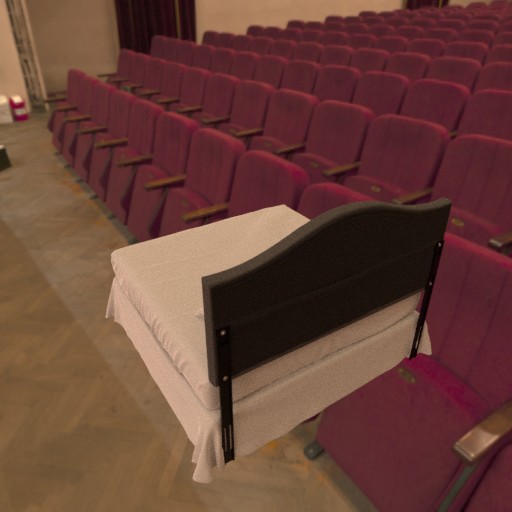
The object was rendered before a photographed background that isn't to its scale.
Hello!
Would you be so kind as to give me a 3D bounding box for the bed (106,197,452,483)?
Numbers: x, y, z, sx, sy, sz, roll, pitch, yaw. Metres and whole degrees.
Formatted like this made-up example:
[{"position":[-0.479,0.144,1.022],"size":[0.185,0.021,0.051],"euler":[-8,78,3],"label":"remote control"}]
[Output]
[{"position":[0.000,0.000,3.762],"size":[2.314,1.651,2.219],"euler":[-18,35,-28],"label":"bed"}]
